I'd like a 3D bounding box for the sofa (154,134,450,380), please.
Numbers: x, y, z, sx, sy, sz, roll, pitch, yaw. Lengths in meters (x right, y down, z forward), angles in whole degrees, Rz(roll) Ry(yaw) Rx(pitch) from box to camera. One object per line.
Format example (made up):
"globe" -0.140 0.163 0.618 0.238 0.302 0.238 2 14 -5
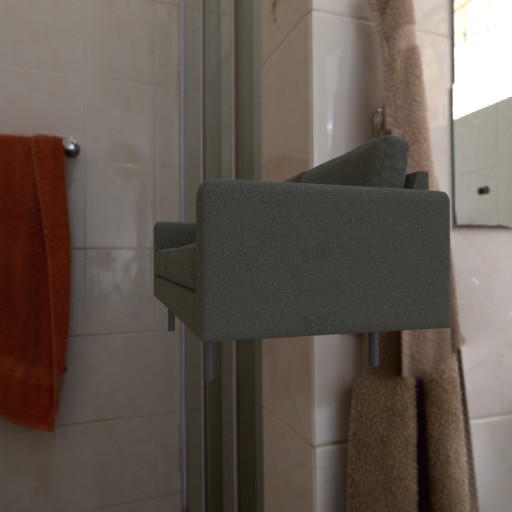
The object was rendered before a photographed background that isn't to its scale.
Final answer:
"sofa" 0.000 0.000 2.230 0.889 0.897 1.730 0 0 -18
